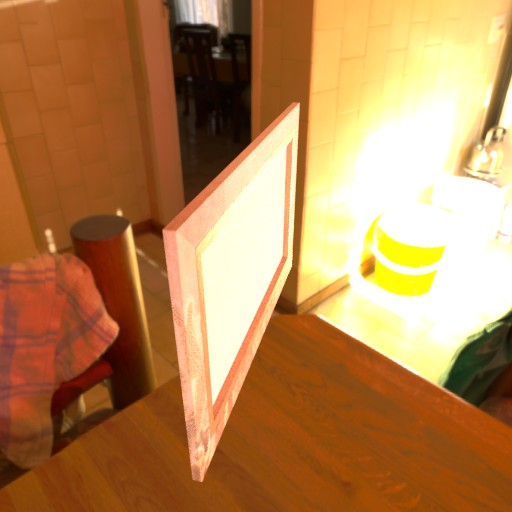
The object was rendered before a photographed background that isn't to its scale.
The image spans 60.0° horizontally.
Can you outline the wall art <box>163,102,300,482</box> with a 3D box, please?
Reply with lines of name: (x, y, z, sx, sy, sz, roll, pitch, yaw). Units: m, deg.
wall art: (0.000, 0.000, 1.964, 0.038, 1.012, 1.525, 8, 32, 14)
